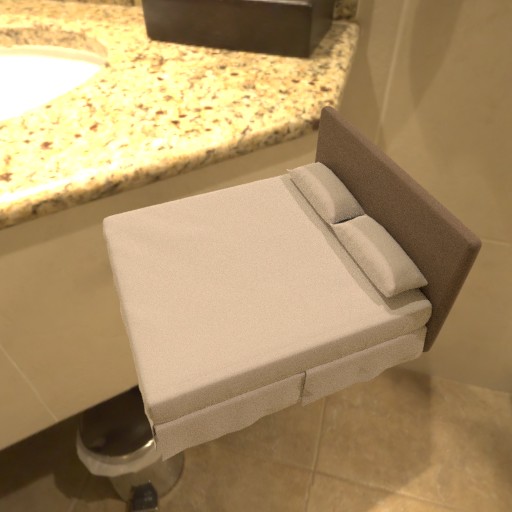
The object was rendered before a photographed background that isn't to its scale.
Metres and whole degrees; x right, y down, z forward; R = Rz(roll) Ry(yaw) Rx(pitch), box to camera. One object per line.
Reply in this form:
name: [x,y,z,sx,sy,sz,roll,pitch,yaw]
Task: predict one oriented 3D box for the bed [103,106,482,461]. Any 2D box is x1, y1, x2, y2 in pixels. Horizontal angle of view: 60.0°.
bed: [0.000,0.000,3.634,2.341,1.317,2.119,-16,47,-15]
